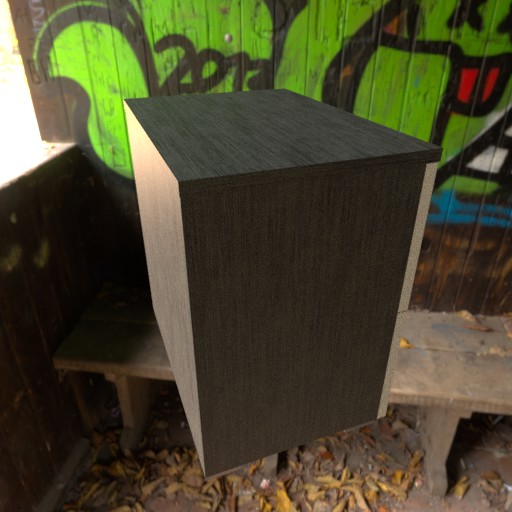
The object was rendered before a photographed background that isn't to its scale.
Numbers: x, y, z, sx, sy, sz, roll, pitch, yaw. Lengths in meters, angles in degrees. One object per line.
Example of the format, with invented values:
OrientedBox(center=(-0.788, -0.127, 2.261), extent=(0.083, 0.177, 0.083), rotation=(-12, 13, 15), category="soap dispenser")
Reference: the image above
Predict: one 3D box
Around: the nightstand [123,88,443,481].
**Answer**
OrientedBox(center=(0.000, 0.000, 0.756), extent=(0.325, 0.460, 0.441), rotation=(-11, 31, -18), category="nightstand")
